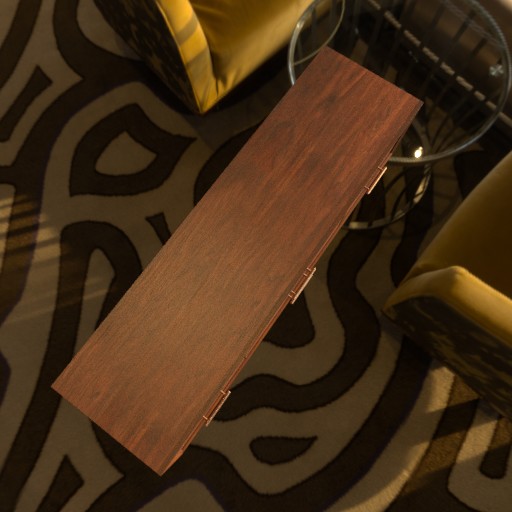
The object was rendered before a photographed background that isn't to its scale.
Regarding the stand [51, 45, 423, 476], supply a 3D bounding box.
[{"bbox_3d":[0.000,0.000,1.871,0.481,0.610,1.626,35,77,9],"label":"stand"}]
